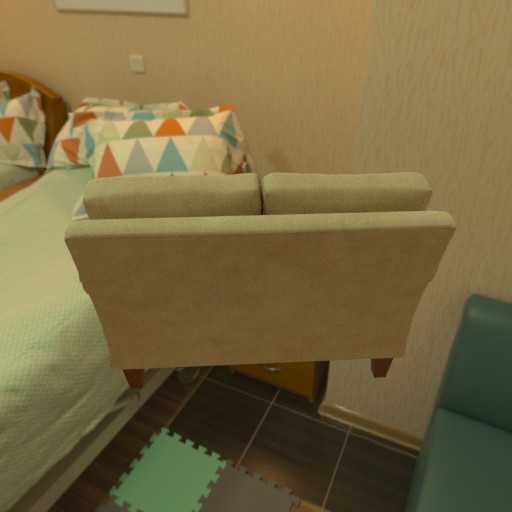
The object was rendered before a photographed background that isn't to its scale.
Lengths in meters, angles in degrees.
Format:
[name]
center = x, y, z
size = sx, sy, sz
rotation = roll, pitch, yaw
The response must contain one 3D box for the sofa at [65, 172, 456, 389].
[sofa]
center = 0.000, 0.000, 2.287
size = 1.498, 1.087, 1.086
rotation = -2, 31, -3
